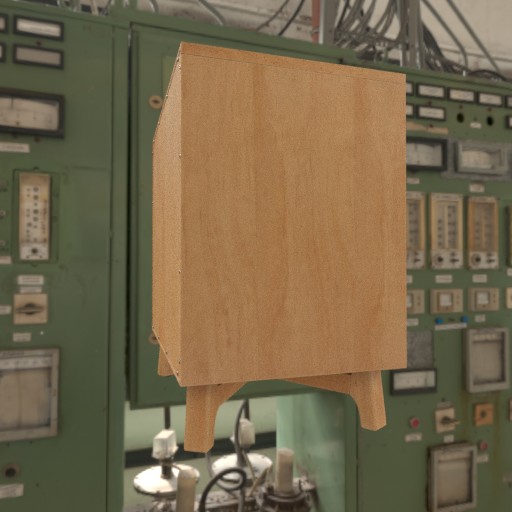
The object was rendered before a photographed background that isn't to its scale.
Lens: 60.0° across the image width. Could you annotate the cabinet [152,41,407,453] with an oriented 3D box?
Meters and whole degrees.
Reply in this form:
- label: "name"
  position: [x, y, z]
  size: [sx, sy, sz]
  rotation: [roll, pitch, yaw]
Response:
- label: "cabinet"
  position: [0.000, 0.000, 0.944]
  size: [0.394, 0.599, 0.551]
  rotation: [0, -1, -17]
